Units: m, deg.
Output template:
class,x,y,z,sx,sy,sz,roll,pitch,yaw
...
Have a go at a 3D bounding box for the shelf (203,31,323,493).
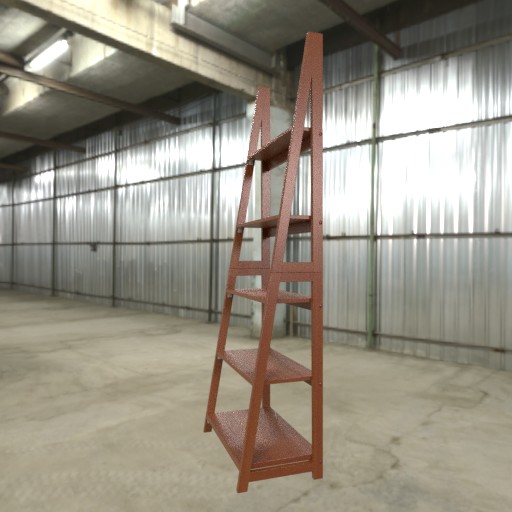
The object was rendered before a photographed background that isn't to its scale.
class,x,y,z,sx,sy,sz,roll,pitch,yaw
shelf,0.000,0.000,2.014,0.356,1.780,0.630,0,0,-19
